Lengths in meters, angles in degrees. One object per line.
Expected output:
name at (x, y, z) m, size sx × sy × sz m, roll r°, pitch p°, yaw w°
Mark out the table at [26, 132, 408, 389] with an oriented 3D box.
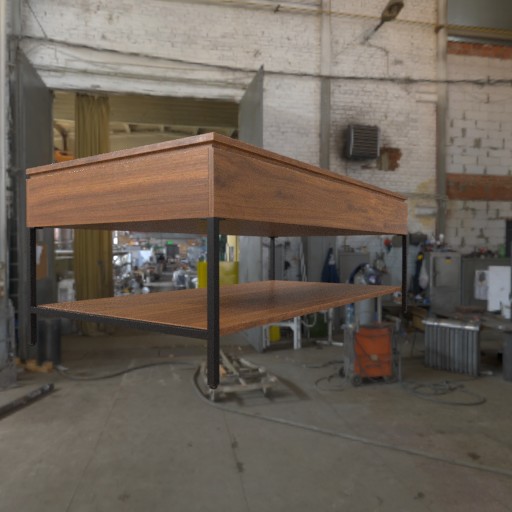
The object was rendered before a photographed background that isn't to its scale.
table at (0.000, 0.000, 1.308) m, size 0.574 × 0.414 × 1.057 m, roll 1°, pitch 1°, yaw 35°
